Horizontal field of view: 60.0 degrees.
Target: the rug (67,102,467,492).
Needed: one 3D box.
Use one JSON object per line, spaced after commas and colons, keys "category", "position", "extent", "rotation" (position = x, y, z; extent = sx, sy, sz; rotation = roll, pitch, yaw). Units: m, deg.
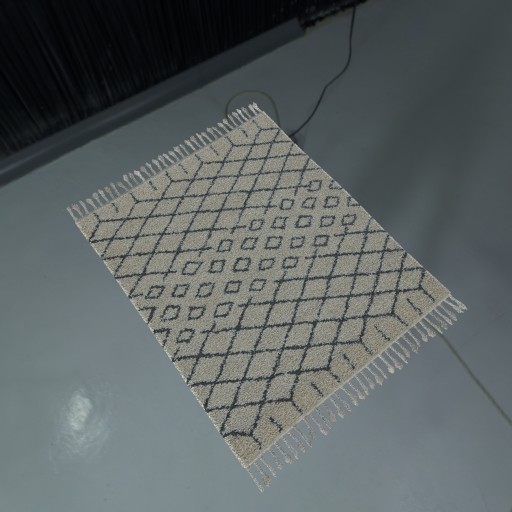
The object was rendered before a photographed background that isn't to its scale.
{"category": "rug", "position": [0.000, 0.000, 4.238], "extent": [2.388, 0.030, 3.213], "rotation": [-35, 69, -16]}
